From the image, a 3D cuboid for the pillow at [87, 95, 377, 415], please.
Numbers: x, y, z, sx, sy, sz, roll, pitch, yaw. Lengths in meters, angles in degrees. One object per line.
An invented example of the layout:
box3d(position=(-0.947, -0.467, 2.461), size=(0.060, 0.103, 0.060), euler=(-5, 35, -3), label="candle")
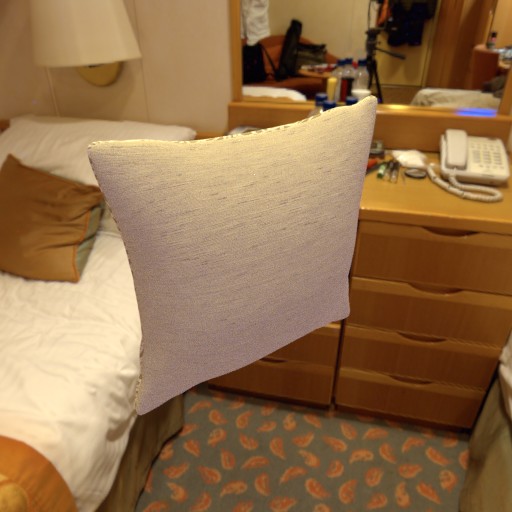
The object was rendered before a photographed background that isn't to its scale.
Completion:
box3d(position=(0.000, 0.000, 0.673), size=(0.438, 0.421, 0.167), euler=(-19, 36, -28), label="pillow")
